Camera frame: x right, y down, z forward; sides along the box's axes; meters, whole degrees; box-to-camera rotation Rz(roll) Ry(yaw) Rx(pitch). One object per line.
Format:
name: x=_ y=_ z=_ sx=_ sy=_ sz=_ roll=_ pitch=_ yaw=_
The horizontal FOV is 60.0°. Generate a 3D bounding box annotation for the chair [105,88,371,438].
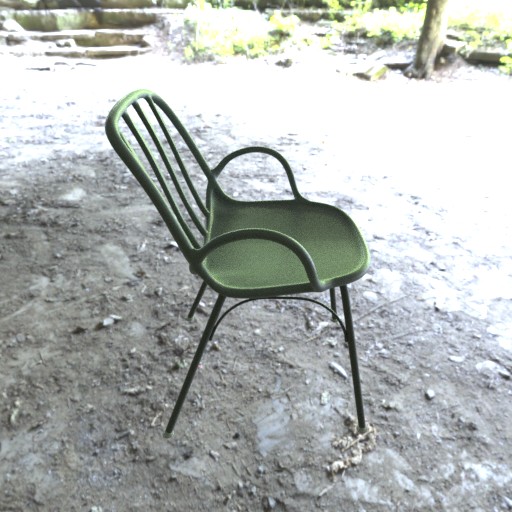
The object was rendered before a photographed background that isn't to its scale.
chair: x=0.000 y=0.000 z=1.180 sx=0.597 sy=0.816 sz=0.549 roll=0 pitch=31 yaw=0
